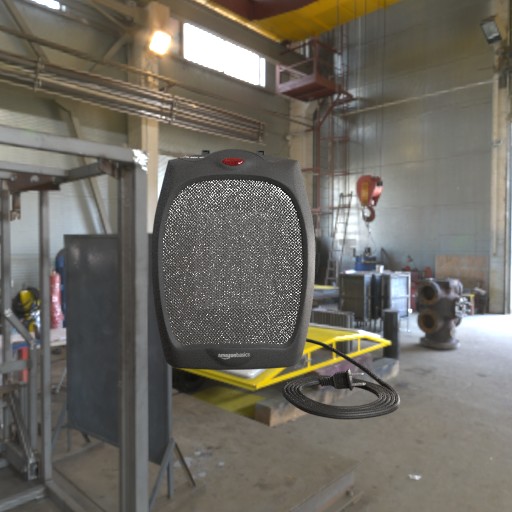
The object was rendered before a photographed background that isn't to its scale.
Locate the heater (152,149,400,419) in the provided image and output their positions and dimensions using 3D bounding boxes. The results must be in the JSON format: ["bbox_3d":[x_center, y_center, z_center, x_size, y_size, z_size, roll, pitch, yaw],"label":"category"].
[{"bbox_3d":[0.000,0.000,0.471,0.239,0.240,0.291,0,2,-2],"label":"heater"}]
